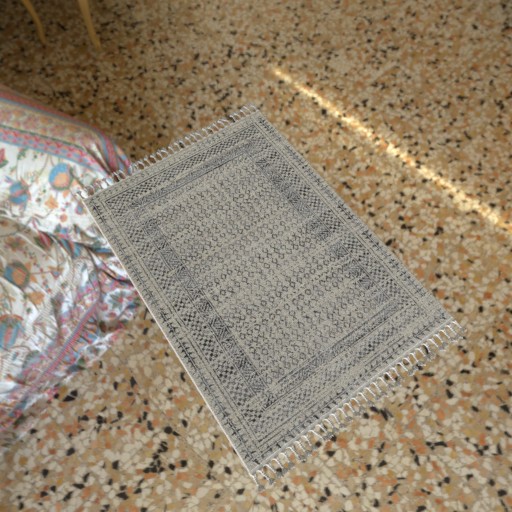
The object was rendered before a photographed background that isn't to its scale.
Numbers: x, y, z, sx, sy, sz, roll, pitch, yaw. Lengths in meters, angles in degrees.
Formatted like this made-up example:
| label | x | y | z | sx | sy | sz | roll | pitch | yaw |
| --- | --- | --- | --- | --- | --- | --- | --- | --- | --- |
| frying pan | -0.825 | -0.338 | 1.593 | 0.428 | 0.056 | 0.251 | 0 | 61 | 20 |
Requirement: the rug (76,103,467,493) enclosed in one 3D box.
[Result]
| label | x | y | z | sx | sy | sz | roll | pitch | yaw |
| --- | --- | --- | --- | --- | --- | --- | --- | --- | --- |
| rug | 0.000 | 0.000 | 2.341 | 1.243 | 0.013 | 1.872 | -32 | 67 | -15 |
